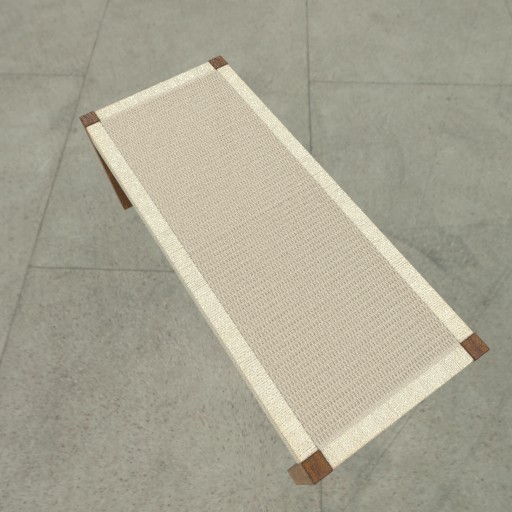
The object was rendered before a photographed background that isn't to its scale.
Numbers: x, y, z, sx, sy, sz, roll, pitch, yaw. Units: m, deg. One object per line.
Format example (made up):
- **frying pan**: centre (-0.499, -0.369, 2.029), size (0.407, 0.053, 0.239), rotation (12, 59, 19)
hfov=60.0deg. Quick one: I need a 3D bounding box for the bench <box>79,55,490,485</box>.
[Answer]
- **bench**: centre (0.000, 0.000, 1.392), size (0.507, 0.457, 1.198), rotation (-30, 67, -15)
